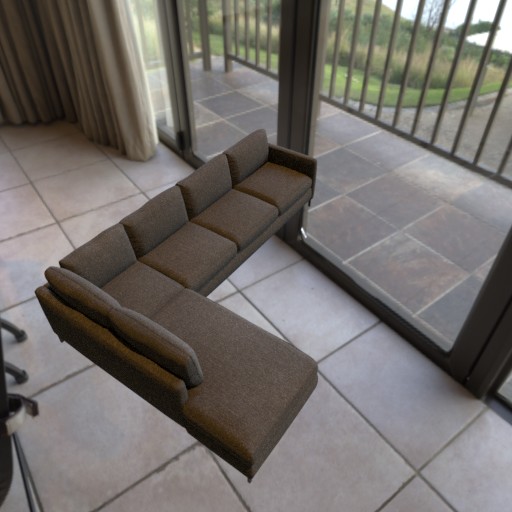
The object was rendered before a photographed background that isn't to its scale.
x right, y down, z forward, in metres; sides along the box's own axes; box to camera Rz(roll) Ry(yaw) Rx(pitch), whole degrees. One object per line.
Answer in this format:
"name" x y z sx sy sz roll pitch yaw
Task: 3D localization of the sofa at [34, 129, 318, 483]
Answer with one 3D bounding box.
"sofa" 0.000 0.000 3.852 2.007 0.815 2.949 25 48 25
